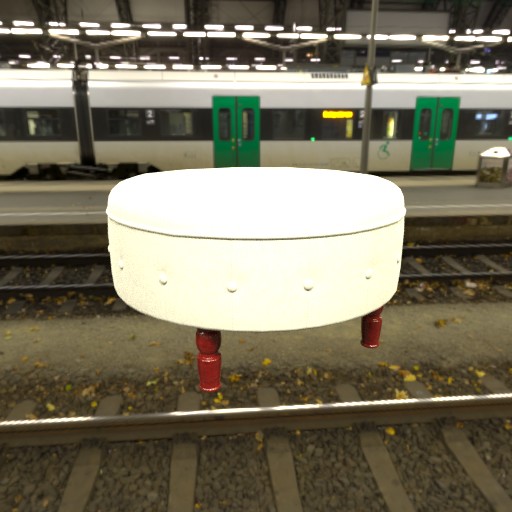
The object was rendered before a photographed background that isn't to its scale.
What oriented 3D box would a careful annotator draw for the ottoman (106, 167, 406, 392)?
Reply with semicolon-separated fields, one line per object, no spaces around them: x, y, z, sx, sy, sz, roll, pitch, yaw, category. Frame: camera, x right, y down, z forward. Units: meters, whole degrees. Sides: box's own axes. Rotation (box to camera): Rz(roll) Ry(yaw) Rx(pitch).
0.000;0.000;1.365;0.850;0.483;0.850;0;16;0;ottoman
